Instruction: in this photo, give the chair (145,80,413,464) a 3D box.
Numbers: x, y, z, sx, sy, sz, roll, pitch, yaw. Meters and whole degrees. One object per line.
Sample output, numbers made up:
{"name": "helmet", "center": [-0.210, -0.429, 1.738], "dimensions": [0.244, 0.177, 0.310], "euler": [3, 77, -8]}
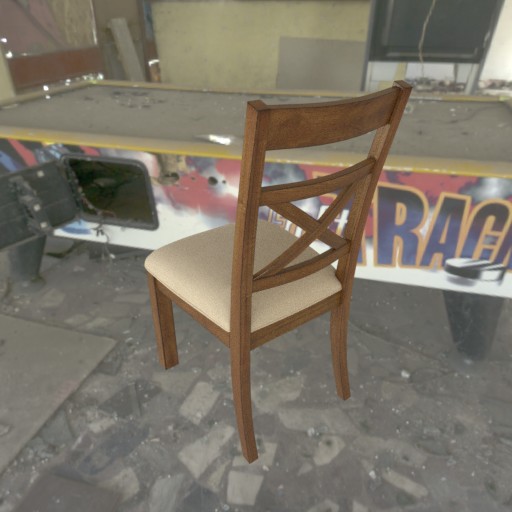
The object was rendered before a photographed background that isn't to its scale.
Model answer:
{"name": "chair", "center": [0.000, 0.000, 1.245], "dimensions": [0.461, 0.949, 0.581], "euler": [-20, 35, -31]}
